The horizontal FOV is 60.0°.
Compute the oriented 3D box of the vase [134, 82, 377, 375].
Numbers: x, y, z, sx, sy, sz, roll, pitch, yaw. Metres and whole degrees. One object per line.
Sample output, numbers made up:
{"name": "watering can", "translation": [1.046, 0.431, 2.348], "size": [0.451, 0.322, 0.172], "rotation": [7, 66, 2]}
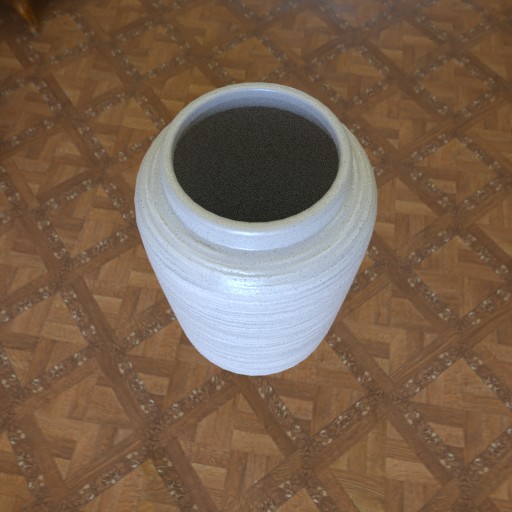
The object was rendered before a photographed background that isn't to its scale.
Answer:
{"name": "vase", "translation": [0.000, 0.000, 0.465], "size": [0.202, 0.335, 0.202], "rotation": [0, 63, 0]}
